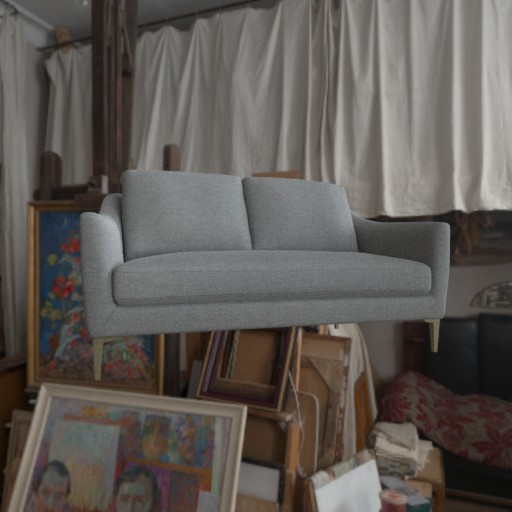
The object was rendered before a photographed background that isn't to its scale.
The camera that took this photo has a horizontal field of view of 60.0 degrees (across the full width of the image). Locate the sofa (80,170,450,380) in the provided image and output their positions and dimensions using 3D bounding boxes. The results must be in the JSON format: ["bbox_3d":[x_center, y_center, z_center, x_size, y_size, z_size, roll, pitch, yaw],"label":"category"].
[{"bbox_3d":[0.000,0.000,2.253,1.619,0.904,0.960,0,0,-18],"label":"sofa"}]
